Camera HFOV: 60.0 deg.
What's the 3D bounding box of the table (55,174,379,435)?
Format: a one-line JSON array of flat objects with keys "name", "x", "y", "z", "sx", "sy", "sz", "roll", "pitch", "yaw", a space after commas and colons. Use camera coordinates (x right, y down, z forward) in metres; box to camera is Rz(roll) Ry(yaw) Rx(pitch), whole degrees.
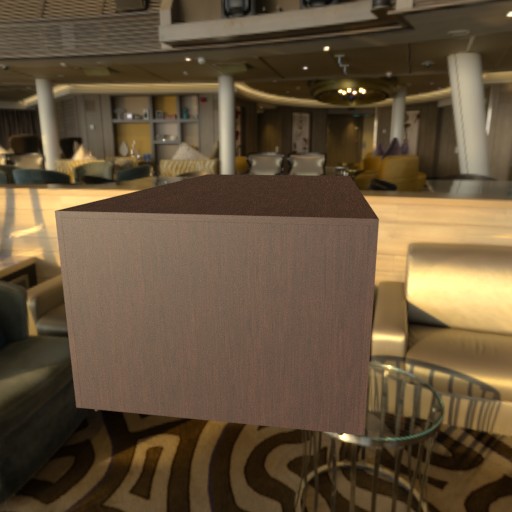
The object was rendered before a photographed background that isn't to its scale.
[{"name": "table", "x": 0.000, "y": 0.000, "z": 1.372, "sx": 0.597, "sy": 0.424, "sz": 1.099, "roll": 2, "pitch": 14, "yaw": 9}]
